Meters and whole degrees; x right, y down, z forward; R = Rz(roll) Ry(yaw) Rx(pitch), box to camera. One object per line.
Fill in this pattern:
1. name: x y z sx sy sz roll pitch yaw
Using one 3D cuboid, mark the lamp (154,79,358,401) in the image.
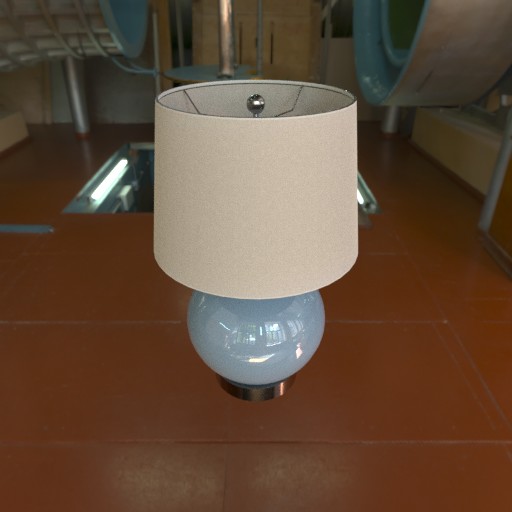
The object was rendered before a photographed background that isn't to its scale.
1. lamp: 0.000 0.000 0.556 0.247 0.387 0.247 0 30 0
